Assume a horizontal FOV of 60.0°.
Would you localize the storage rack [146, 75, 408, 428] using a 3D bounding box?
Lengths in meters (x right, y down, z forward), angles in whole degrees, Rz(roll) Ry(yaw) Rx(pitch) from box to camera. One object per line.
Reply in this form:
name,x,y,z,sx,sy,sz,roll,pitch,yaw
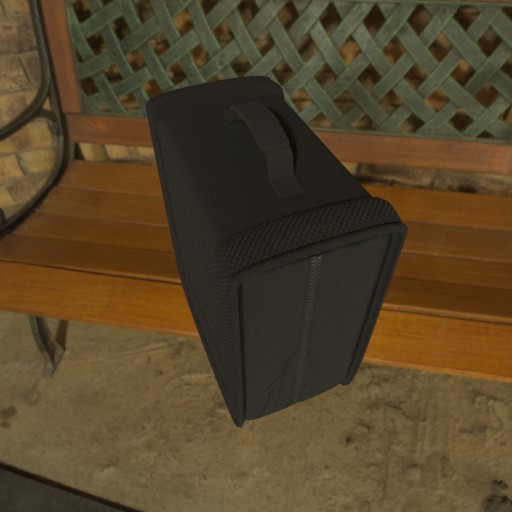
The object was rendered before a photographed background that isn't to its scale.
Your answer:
storage rack,0.000,0.000,0.559,0.168,0.387,0.297,-17,49,-15
